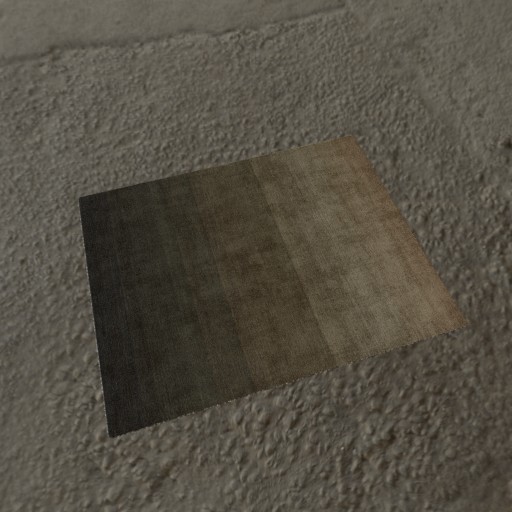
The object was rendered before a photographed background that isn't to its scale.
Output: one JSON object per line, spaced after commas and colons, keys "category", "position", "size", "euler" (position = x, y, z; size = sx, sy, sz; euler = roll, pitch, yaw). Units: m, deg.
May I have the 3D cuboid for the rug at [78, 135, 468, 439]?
{"category": "rug", "position": [0.000, 0.000, 3.941], "size": [2.902, 0.017, 2.306], "euler": [-15, 59, -9]}
